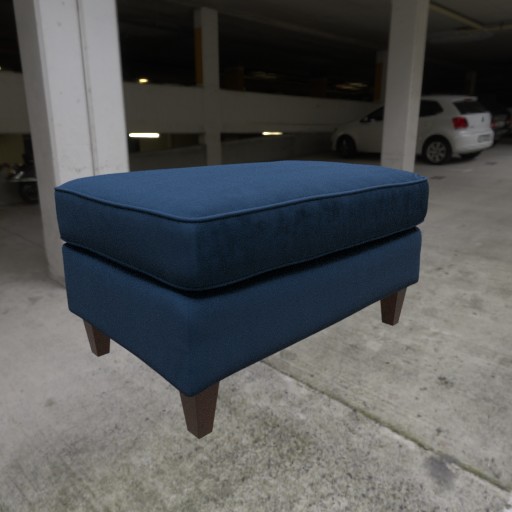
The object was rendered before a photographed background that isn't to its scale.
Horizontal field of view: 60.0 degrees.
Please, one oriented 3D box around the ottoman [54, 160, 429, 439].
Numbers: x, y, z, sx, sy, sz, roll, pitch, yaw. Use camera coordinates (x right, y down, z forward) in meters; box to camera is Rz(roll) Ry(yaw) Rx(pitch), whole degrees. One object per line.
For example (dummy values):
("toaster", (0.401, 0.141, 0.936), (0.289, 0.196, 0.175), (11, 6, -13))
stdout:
("ottoman", (0.000, 0.000, 1.216), (0.862, 0.484, 0.583), (-15, 22, -42))
